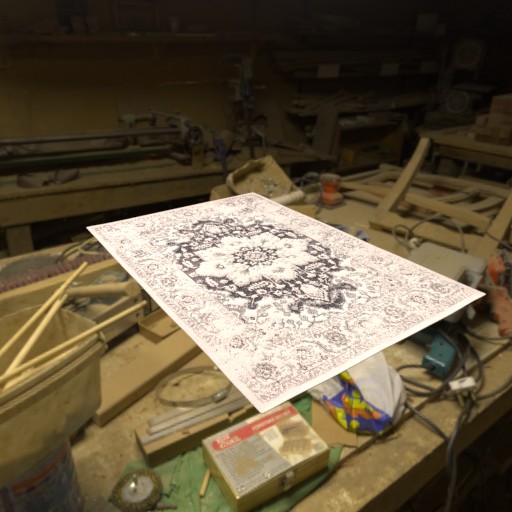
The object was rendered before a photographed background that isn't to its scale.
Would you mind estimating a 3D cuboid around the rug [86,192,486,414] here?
[{"bbox_3d":[0.000,0.000,2.308,1.223,0.008,1.813,-17,30,-31],"label":"rug"}]
